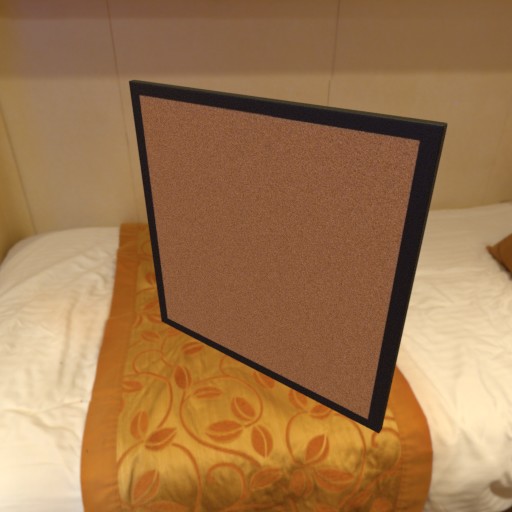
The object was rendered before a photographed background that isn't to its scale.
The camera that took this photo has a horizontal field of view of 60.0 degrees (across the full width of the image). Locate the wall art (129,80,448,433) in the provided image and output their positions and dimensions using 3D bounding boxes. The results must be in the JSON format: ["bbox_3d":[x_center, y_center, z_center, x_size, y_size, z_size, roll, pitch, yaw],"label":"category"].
[{"bbox_3d":[0.000,0.000,0.960,0.663,0.659,0.016,20,36,30],"label":"wall art"}]
